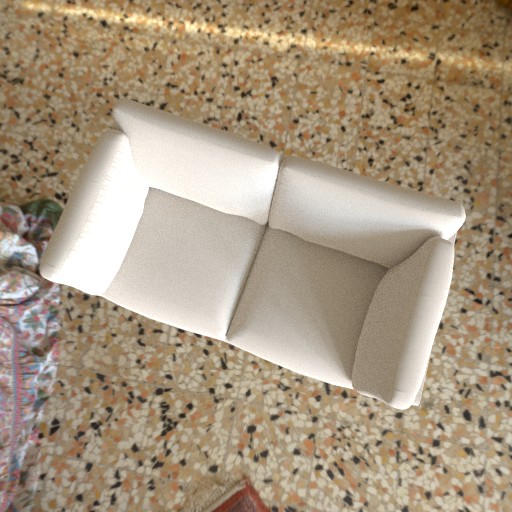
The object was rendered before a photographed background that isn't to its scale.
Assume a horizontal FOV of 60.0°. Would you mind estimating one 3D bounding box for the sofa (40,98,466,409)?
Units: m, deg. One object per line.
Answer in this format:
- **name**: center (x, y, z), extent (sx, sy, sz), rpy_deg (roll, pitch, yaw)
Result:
- **sofa**: center (0.000, 0.000, 2.249), extent (1.776, 0.836, 0.970), rpy_deg (19, 75, 5)
